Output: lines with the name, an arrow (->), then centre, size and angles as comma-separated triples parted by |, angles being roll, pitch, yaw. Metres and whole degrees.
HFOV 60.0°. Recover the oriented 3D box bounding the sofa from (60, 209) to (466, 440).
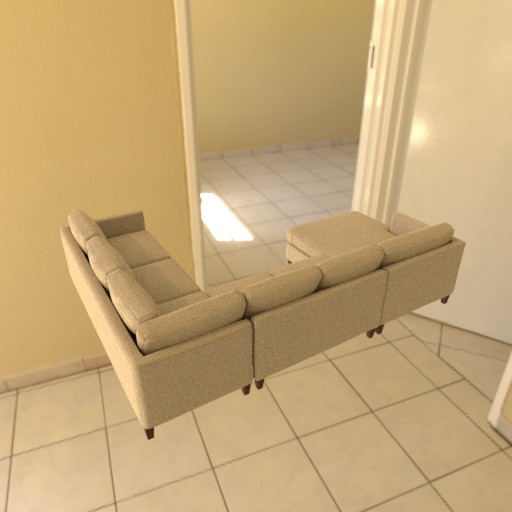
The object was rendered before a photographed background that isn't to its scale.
sofa -> 0.000, 0.000, 4.741 | 3.460, 0.959, 2.593 | -17, 33, -27
